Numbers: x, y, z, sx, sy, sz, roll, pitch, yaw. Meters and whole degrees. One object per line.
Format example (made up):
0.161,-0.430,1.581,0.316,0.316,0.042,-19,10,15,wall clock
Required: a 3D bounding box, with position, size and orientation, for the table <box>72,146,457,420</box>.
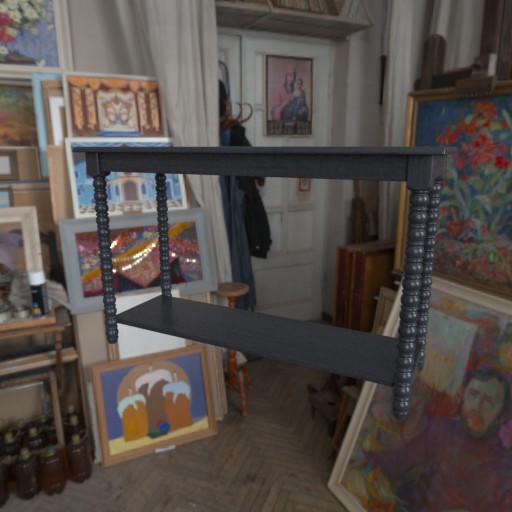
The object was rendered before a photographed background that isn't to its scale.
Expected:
0.000,0.000,1.534,1.184,0.735,0.459,7,15,26,table
